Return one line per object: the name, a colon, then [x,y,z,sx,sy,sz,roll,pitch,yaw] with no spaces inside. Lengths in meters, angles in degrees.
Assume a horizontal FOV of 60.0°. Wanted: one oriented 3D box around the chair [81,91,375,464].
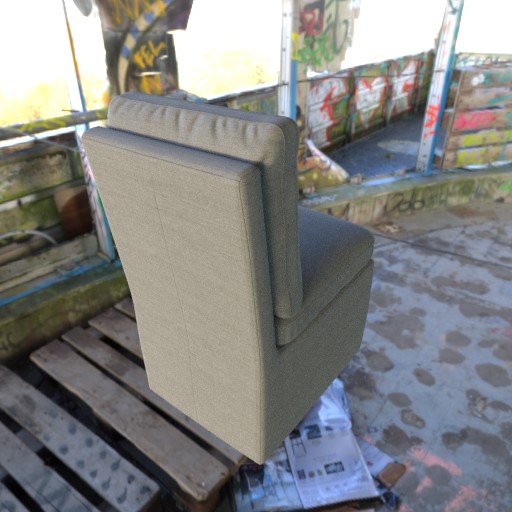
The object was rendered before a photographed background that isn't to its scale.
chair: [0.000,0.000,1.300,0.503,0.927,0.698,21,36,32]
